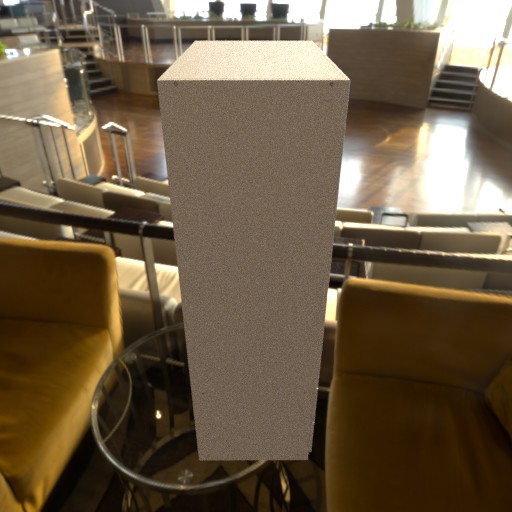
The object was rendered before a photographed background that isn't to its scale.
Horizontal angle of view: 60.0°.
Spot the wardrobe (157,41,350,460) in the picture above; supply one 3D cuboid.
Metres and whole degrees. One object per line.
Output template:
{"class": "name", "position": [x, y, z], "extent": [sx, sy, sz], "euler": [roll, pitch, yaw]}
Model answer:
{"class": "wardrobe", "position": [0.000, 0.000, 2.176], "extent": [0.577, 1.808, 0.991], "euler": [0, 32, 0]}
